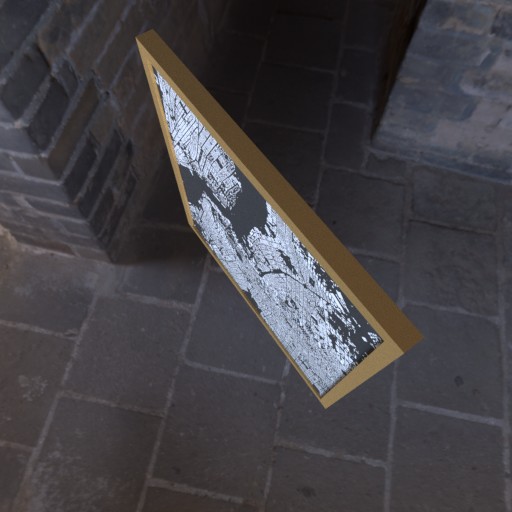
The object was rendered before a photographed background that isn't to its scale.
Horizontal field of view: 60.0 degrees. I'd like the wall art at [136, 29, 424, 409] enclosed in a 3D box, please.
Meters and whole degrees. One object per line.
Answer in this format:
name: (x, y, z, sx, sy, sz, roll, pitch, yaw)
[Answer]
wall art: (0.000, 0.000, 2.764, 0.099, 1.926, 1.926, -33, 70, -14)
